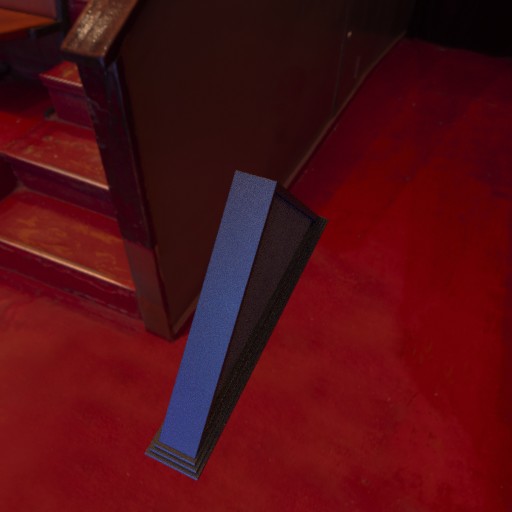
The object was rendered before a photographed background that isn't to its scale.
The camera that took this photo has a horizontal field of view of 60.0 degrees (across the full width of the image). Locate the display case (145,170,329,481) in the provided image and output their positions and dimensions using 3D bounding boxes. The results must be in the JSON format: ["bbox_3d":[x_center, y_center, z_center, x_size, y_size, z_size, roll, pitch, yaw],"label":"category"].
[{"bbox_3d":[0.000,0.000,0.762,0.095,0.340,0.640,18,50,16],"label":"display case"}]
